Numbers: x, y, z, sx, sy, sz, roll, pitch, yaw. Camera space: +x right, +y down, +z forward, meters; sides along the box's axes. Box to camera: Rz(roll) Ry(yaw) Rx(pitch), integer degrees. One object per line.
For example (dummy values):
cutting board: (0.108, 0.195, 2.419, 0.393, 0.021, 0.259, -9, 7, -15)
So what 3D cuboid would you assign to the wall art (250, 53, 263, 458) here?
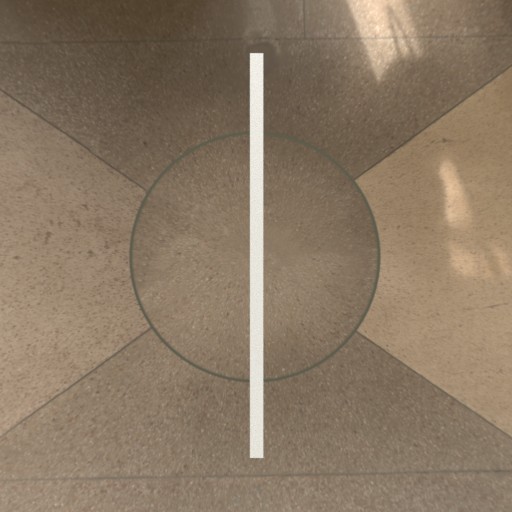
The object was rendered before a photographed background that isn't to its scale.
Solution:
wall art: (0.000, 0.000, 0.683, 0.013, 0.533, 0.381, 0, 90, 0)
